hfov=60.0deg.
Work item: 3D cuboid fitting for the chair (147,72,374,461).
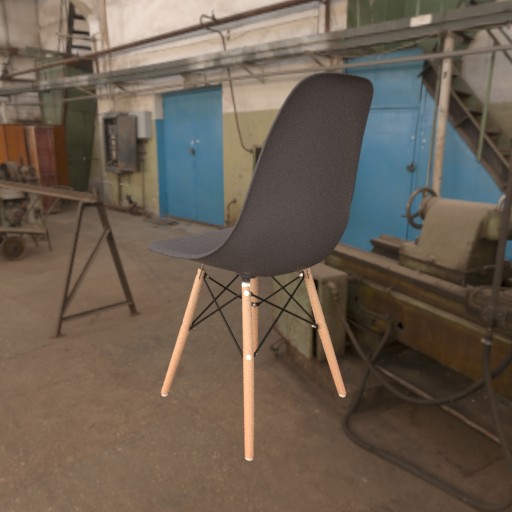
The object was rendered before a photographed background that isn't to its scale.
[{"bbox_3d":[0.000,0.000,1.144,0.470,0.826,0.533,-14,20,-42],"label":"chair"}]
